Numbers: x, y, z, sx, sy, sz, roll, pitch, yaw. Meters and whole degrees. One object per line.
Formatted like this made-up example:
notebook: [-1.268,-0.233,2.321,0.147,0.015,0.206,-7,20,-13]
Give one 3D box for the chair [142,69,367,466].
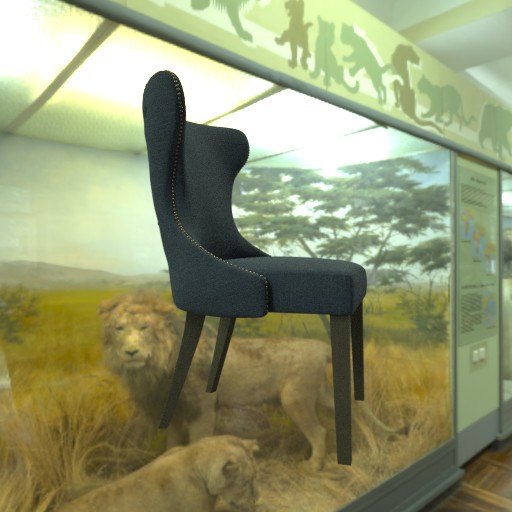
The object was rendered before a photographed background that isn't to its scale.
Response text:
chair: [0.000,0.000,1.353,0.635,0.967,0.628,0,0,17]
